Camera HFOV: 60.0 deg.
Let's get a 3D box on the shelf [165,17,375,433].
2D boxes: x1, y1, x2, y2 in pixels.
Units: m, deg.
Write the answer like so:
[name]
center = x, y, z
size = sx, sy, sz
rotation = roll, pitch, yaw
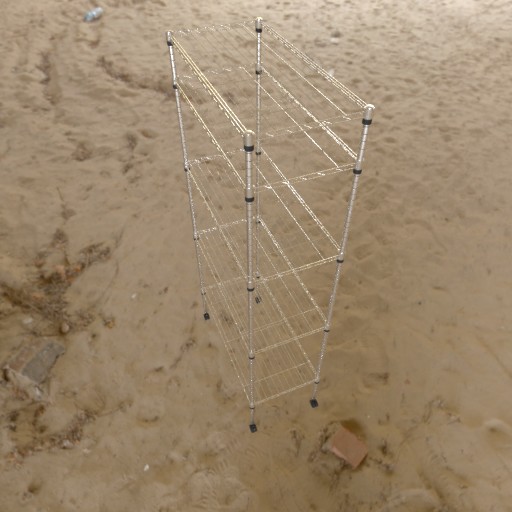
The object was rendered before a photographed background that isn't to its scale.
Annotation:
[shelf]
center = 0.000, 0.000, 1.856
size = 0.356, 1.587, 0.762
rotation = -16, 48, -16
